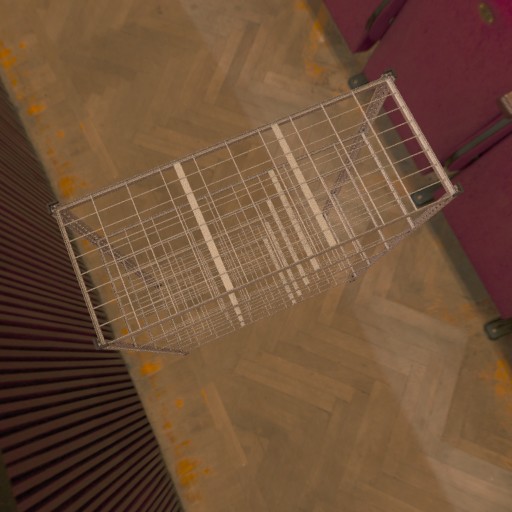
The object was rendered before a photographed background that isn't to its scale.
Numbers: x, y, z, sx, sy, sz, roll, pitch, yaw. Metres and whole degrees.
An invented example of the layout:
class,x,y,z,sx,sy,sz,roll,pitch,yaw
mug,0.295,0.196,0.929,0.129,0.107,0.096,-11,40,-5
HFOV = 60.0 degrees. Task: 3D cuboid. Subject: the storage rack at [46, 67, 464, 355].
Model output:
class,x,y,z,sx,sy,sz,roll,pitch,yaw
storage rack,0.000,0.000,2.694,1.524,1.981,0.610,-23,78,-5
